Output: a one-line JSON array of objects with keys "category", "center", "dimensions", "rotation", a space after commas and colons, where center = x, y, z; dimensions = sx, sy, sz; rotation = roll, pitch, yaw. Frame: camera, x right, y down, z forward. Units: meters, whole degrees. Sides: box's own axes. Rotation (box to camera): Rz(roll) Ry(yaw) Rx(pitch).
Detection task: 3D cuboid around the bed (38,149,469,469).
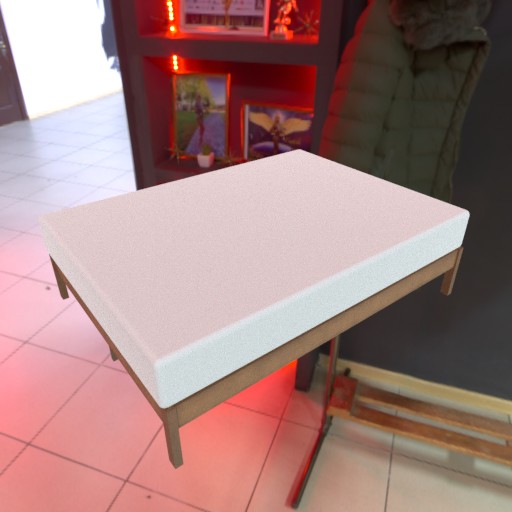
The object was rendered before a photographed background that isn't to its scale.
[{"category": "bed", "center": [0.000, 0.000, 2.734], "dimensions": [2.050, 0.593, 1.529], "rotation": [-22, 37, -31]}]
